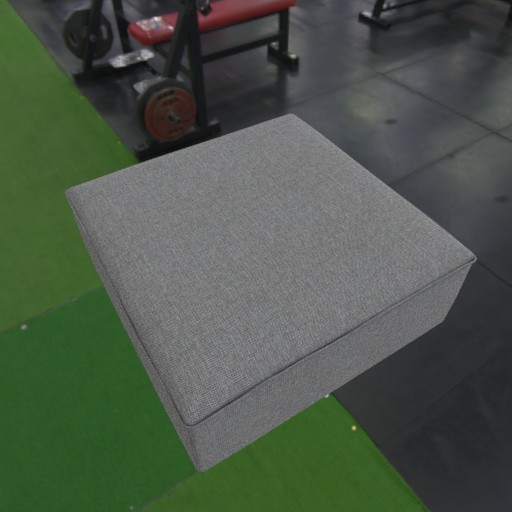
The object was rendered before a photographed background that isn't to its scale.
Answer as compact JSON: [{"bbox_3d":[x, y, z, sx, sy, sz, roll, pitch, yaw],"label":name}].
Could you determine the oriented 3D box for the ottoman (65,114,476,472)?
[{"bbox_3d":[0.000,0.000,1.592,1.017,0.423,1.023,-24,52,-20],"label":"ottoman"}]
